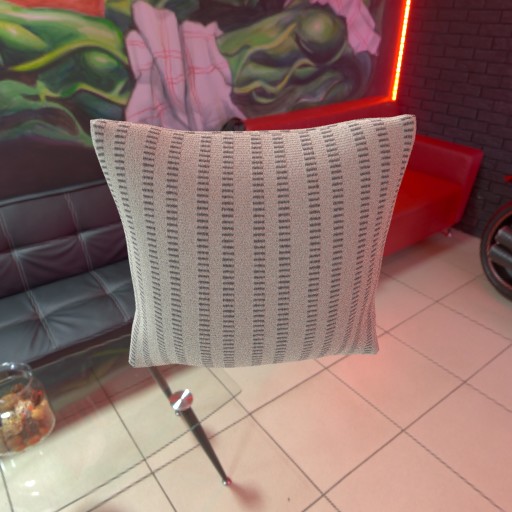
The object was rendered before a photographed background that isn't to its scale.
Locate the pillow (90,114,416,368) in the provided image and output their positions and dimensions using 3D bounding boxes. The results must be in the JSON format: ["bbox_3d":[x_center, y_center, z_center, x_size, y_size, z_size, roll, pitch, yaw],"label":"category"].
[{"bbox_3d":[0.000,0.000,0.682,0.438,0.419,0.247,-2,30,-4],"label":"pillow"}]
